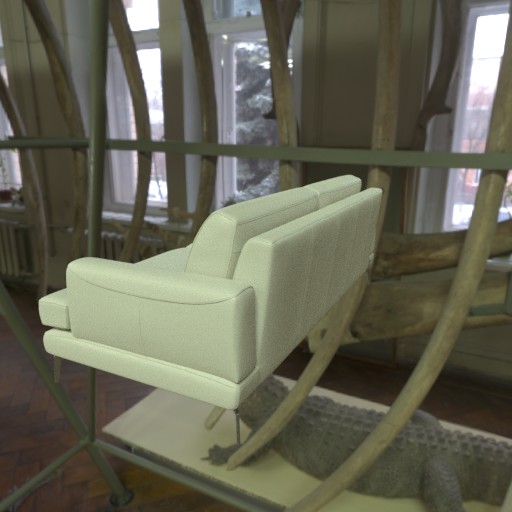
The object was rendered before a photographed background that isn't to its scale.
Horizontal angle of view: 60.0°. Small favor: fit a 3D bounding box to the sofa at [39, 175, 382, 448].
[{"bbox_3d":[0.000,0.000,2.357,0.974,0.765,1.940,8,17,26],"label":"sofa"}]
